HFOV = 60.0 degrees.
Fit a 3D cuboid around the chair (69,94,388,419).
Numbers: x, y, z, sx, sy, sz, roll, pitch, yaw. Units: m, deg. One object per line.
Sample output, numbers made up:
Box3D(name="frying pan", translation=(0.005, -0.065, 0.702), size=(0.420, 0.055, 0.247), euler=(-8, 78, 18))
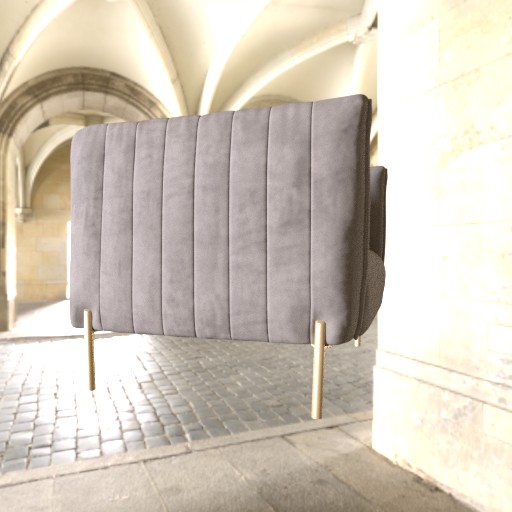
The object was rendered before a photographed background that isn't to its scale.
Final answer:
Box3D(name="chair", translation=(0.000, 0.000, 1.591), size=(0.873, 0.779, 0.981), euler=(0, 0, 19))
